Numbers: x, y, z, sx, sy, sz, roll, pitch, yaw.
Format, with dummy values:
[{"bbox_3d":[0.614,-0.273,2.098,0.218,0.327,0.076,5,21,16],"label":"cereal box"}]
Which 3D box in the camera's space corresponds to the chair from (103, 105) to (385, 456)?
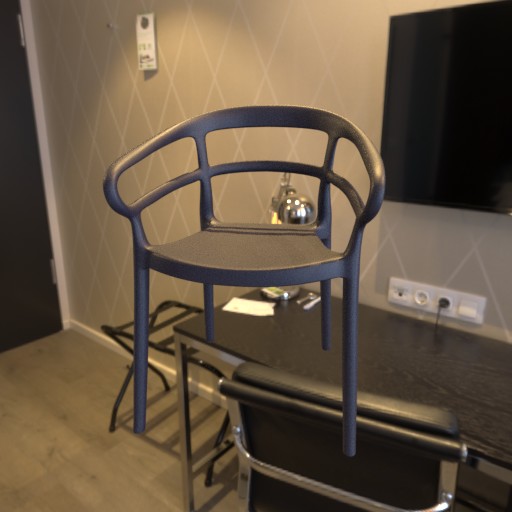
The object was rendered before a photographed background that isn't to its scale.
[{"bbox_3d":[0.000,0.000,1.142,0.559,0.761,0.527,2,16,8],"label":"chair"}]
